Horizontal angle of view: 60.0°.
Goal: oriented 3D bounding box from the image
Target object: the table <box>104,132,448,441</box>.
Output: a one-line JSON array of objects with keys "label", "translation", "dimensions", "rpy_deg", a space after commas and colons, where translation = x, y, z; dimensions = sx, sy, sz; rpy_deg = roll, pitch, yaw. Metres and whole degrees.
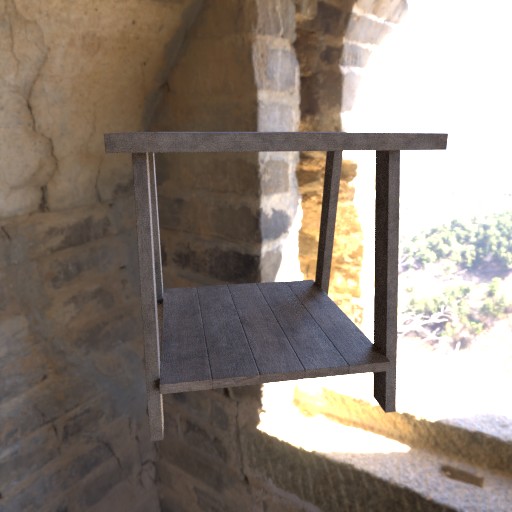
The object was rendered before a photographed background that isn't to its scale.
[{"label": "table", "translation": [0.000, 0.000, 1.135], "dimensions": [0.610, 0.610, 0.610], "rpy_deg": [-3, 16, -10]}]
